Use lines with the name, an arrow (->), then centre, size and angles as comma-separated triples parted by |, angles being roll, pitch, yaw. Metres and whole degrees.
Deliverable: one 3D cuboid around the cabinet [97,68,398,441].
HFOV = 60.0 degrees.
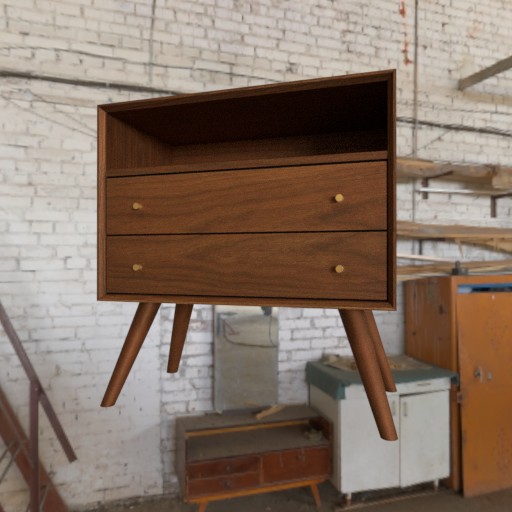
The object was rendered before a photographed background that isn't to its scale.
cabinet -> 0.000, 0.000, 1.172 | 0.712, 0.748, 0.388 | 0, 0, 17
